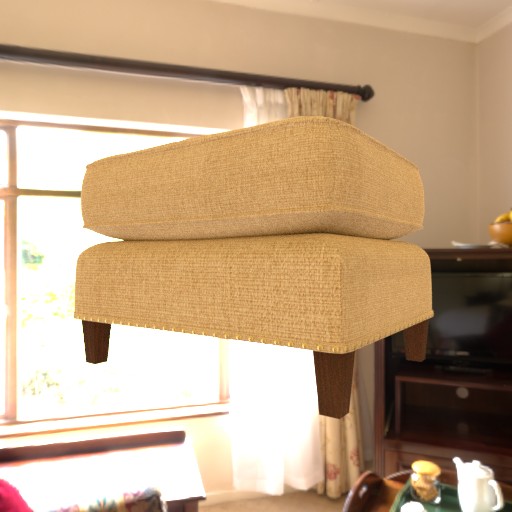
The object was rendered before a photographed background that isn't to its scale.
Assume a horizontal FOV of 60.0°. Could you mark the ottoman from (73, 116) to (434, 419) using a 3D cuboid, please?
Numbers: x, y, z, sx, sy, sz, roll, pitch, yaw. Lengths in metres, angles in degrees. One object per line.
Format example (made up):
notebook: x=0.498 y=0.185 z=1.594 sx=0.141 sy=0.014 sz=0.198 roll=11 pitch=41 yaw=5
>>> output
ottoman: x=0.000 y=0.000 z=1.128 sx=0.738 sy=0.537 sz=0.589 roll=0 pitch=0 yaw=35
